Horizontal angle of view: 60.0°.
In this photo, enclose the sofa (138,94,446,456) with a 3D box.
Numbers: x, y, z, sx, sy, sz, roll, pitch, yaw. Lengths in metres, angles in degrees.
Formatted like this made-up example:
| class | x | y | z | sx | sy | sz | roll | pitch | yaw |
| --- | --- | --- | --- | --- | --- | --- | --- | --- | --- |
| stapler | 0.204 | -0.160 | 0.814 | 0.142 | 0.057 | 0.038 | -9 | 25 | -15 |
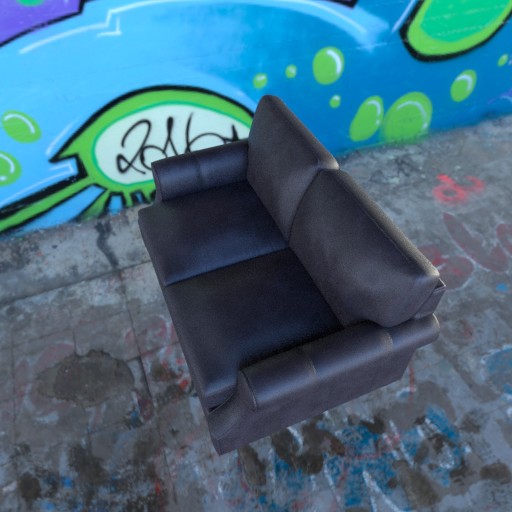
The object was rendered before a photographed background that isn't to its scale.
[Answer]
| class | x | y | z | sx | sy | sz | roll | pitch | yaw |
| --- | --- | --- | --- | --- | --- | --- | --- | --- | --- |
| sofa | 0.000 | 0.000 | 2.353 | 1.030 | 0.979 | 1.663 | -17 | 50 | -15 |
